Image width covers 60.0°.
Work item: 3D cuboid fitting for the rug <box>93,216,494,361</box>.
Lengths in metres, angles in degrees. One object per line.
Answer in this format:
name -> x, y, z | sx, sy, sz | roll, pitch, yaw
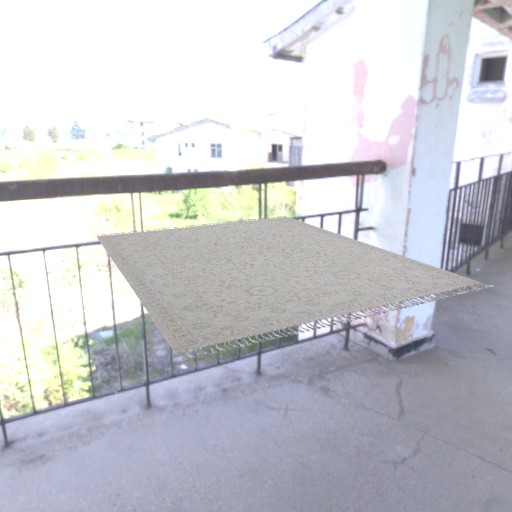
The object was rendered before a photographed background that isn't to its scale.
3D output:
rug -> 0.000, 0.000, 4.051 | 2.444, 0.013, 3.043 | -8, 18, -26
